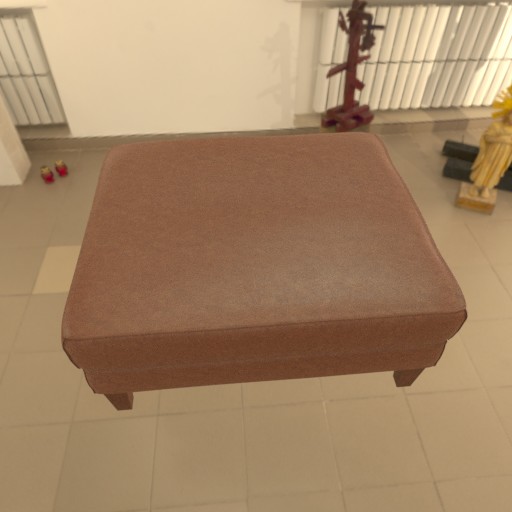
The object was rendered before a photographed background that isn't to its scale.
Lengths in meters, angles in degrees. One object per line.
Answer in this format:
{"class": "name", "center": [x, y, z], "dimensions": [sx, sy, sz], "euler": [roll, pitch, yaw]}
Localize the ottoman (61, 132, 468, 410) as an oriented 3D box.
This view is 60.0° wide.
{"class": "ottoman", "center": [0.000, 0.000, 1.437], "dimensions": [0.987, 0.472, 0.836], "euler": [-4, 46, -4]}
